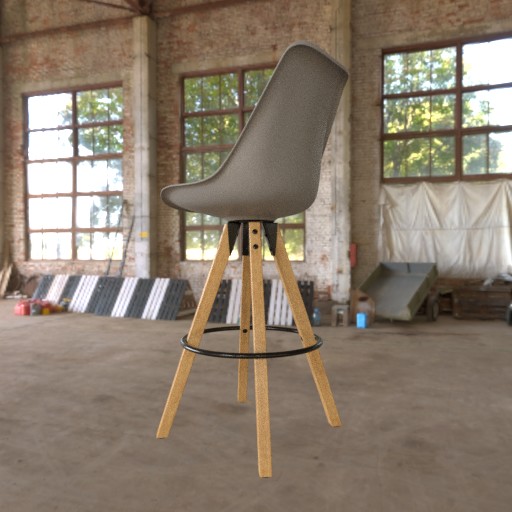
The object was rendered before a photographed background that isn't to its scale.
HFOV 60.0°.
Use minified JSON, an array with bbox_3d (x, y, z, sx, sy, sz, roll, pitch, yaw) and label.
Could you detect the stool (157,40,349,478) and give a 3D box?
[{"bbox_3d":[0.000,0.000,1.391,0.550,1.115,0.485,1,1,36],"label":"stool"}]
